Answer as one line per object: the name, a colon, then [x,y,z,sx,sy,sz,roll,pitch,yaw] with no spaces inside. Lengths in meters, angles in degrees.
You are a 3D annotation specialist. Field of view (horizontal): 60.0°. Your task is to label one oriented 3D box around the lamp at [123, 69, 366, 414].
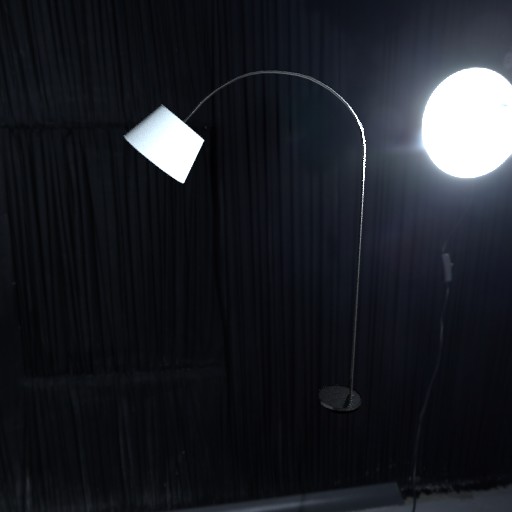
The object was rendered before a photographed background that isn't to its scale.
lamp: [0.000,0.000,2.671,1.445,2.098,0.406,-2,15,-9]
